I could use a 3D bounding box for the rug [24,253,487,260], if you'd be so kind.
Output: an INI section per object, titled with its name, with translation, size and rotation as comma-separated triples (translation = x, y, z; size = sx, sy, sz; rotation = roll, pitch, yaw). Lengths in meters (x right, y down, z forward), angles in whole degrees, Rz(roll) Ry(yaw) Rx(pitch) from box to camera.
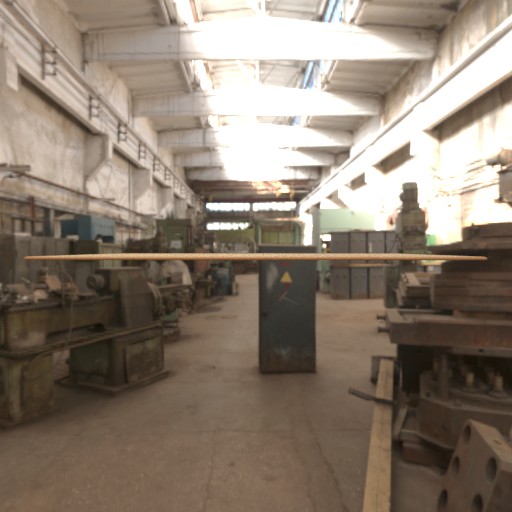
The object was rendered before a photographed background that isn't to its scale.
[rug]
translation = 0.000, 0.000, 2.127
size = 1.678, 0.013, 1.078
rotation = 0, 1, 1
